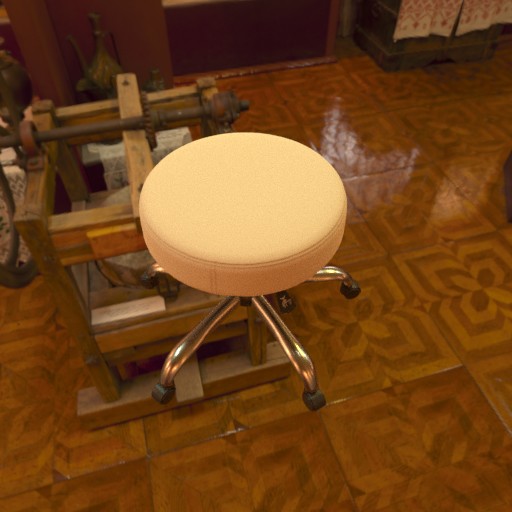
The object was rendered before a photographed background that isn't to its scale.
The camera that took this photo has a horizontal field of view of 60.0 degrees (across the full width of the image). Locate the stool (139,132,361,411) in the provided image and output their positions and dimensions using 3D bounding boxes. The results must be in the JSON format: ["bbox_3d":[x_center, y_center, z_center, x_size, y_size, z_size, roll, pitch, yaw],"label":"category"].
[{"bbox_3d":[0.000,0.000,1.072,0.614,0.482,0.634,-11,48,-10],"label":"stool"}]
